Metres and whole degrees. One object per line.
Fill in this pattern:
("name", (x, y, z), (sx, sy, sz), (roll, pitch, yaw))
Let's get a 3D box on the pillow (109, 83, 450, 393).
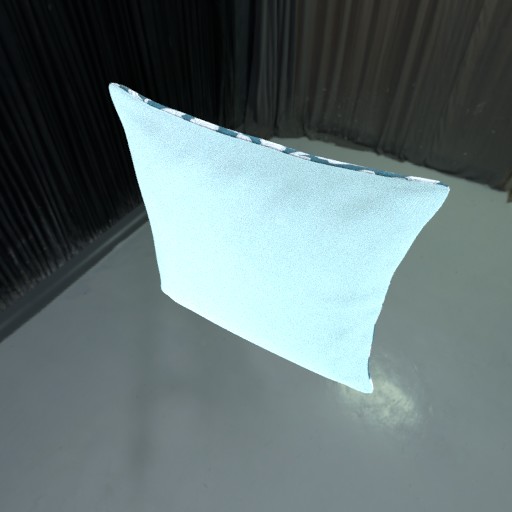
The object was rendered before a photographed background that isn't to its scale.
("pillow", (0.000, 0.000, 0.781), (0.525, 0.508, 0.166), (23, 50, 21))
